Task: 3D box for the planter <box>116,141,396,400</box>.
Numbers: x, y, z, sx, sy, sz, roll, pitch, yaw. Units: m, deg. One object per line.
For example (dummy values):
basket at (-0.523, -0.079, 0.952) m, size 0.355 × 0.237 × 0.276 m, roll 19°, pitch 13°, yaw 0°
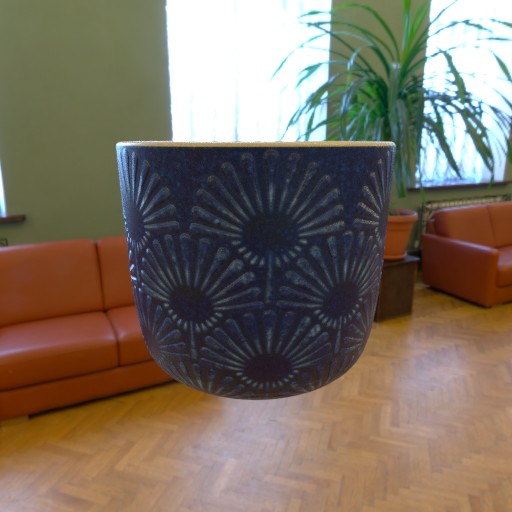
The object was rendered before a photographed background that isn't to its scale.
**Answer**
planter at (0.000, 0.000, 0.218) m, size 0.124 × 0.109 × 0.124 m, roll 0°, pitch 15°, yaw 0°
